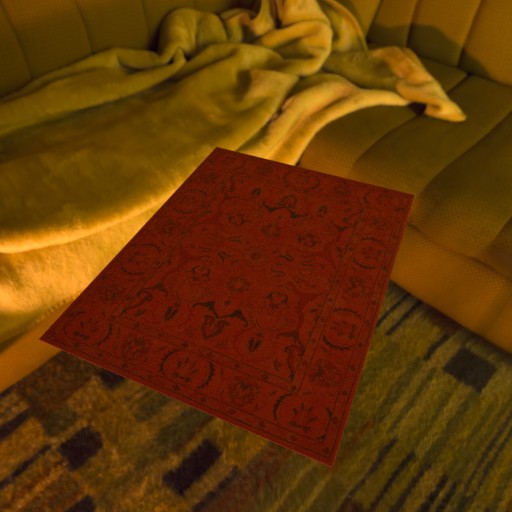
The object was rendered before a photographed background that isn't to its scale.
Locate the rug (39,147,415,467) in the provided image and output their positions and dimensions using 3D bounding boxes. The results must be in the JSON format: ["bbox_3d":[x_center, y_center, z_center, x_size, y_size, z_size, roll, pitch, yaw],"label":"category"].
[{"bbox_3d":[0.000,0.000,3.957,2.300,0.012,2.929,17,48,16],"label":"rug"}]
